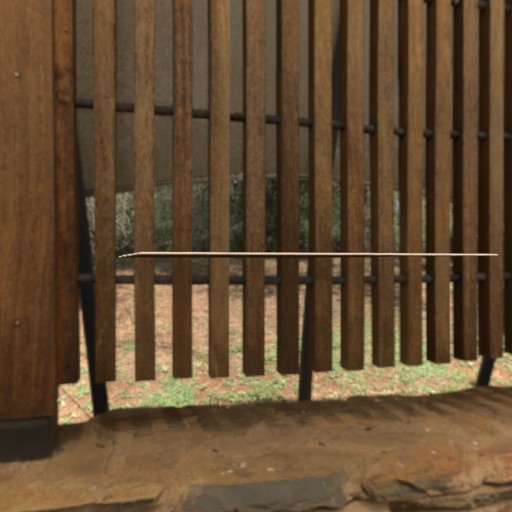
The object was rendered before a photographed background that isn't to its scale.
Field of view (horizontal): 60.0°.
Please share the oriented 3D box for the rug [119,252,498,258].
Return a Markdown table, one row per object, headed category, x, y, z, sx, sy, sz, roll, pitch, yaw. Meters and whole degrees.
| category | x | y | z | sx | sy | sz | roll | pitch | yaw |
| --- | --- | --- | --- | --- | --- | --- | --- | --- | --- |
| rug | 0.000 | 0.000 | 4.292 | 2.449 | 0.019 | 3.357 | 0 | -1 | -19 |
